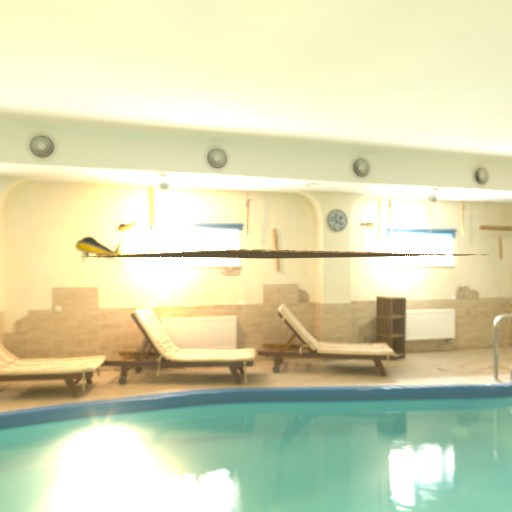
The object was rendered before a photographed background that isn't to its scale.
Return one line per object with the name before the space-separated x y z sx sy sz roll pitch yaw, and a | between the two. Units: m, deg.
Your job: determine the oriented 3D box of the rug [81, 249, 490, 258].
rug | 0.000 0.000 4.056 2.438 0.010 3.048 1 -1 -35
